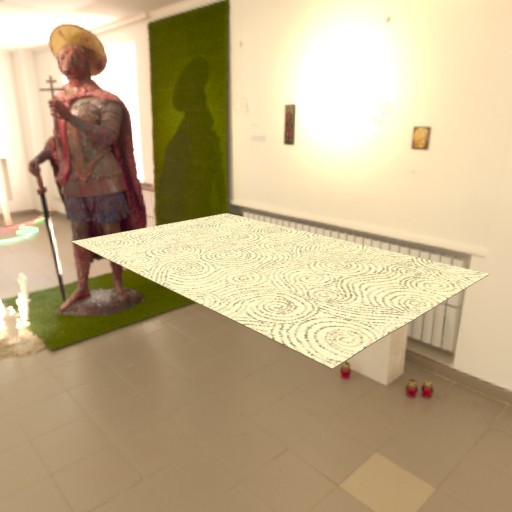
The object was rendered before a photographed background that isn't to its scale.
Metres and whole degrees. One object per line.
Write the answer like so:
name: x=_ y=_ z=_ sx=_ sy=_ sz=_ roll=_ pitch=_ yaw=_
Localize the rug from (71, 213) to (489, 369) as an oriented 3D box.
rug: x=0.000 y=0.000 z=2.982 sx=1.524 sy=0.005 sz=2.439 roll=-16 pitch=23 yaw=-41
